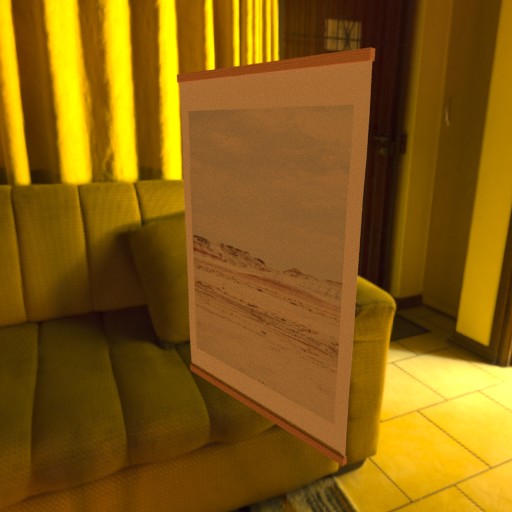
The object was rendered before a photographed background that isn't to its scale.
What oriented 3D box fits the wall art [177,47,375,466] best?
[{"bbox_3d":[0.000,0.000,1.900,0.025,1.521,1.011,-15,22,-42],"label":"wall art"}]
